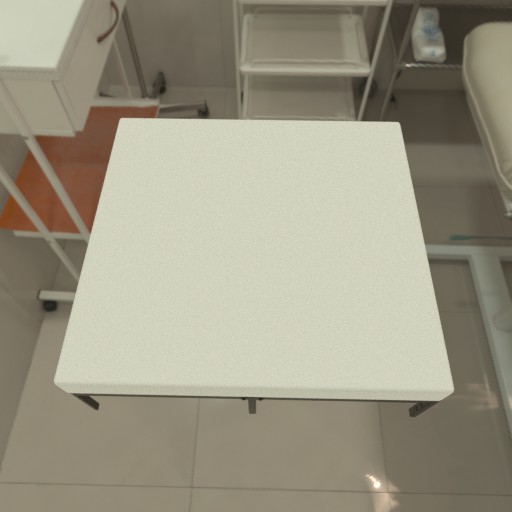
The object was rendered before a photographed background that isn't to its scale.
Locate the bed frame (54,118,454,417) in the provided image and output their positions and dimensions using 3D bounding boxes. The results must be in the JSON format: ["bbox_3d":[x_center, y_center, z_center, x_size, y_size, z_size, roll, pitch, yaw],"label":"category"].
[{"bbox_3d":[0.000,0.000,3.036,2.079,0.659,1.963,1,59,1],"label":"bed frame"}]
